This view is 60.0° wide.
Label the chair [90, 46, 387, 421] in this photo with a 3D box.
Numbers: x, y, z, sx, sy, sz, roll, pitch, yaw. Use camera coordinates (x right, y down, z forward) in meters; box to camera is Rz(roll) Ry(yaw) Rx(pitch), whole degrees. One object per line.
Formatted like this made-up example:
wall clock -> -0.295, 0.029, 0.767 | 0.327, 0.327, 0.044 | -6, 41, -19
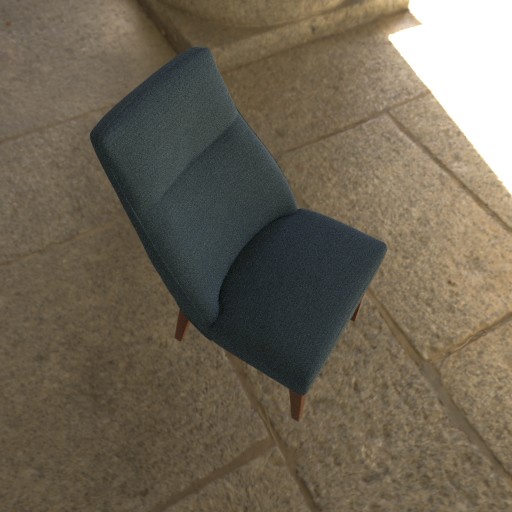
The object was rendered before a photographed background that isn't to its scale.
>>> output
chair -> 0.000, 0.000, 1.262 | 0.620, 0.930, 0.500 | 28, 62, 17
